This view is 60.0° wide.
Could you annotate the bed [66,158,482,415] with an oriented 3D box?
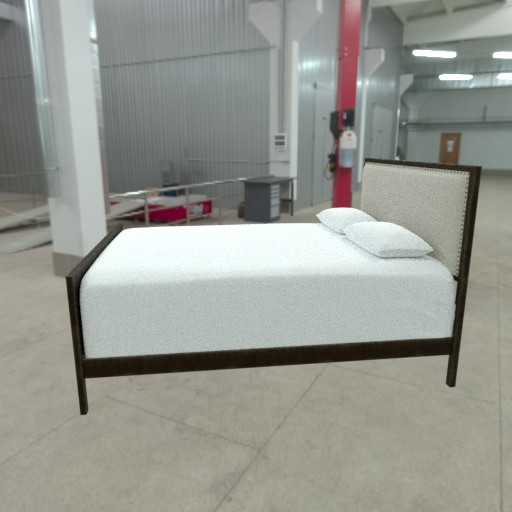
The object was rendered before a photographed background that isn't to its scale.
[{"bbox_3d":[0.000,0.000,3.154,2.221,1.313,1.607,-2,14,-7],"label":"bed"}]
